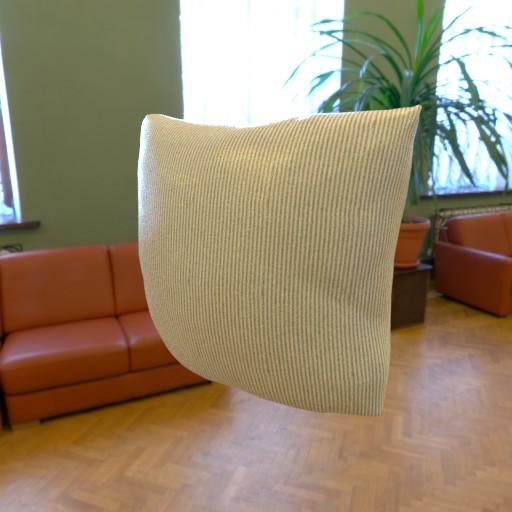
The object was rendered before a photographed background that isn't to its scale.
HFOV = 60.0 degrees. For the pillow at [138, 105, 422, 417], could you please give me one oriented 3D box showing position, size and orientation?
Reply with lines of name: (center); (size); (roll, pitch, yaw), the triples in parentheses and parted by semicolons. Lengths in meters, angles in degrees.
pillow: (0.000, 0.000, 0.682); (0.310, 0.432, 0.387); (-7, 15, -26)
